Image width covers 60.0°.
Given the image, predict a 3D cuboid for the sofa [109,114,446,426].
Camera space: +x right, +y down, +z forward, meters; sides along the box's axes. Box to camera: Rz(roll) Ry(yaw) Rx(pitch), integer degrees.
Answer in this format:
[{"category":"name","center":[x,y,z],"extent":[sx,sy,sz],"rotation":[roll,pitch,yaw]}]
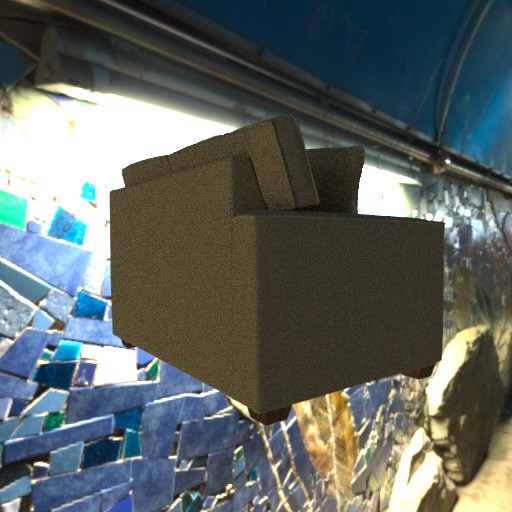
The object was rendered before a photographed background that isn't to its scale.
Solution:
[{"category":"sofa","center":[0.000,0.000,2.114],"extent":[0.991,0.989,1.388],"rotation":[-1,2,-36]}]
